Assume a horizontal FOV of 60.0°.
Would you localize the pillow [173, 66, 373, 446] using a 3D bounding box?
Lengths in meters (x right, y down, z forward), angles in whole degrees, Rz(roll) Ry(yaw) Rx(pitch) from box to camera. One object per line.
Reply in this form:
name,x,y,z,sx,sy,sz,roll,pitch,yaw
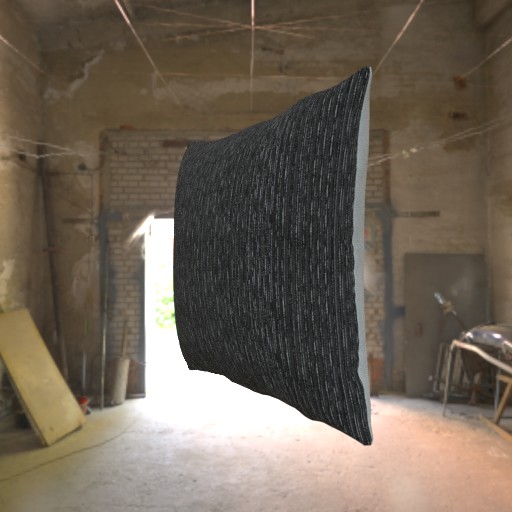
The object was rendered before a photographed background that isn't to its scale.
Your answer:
pillow,0.000,0.000,0.672,0.196,0.434,0.433,0,0,-37
